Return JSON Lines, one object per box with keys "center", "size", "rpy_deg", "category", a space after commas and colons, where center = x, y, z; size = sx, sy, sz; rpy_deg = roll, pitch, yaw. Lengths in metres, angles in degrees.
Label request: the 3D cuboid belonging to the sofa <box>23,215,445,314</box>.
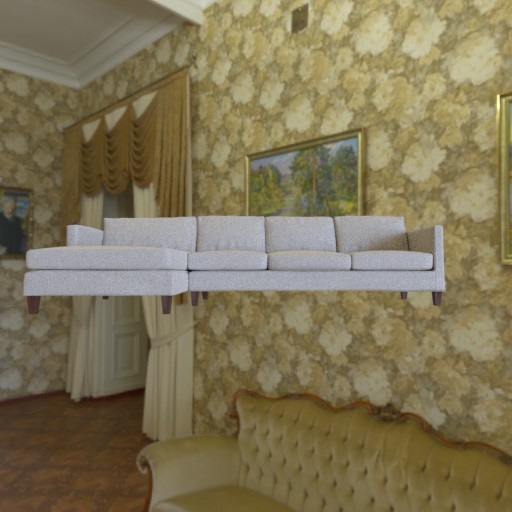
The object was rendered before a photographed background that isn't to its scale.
{"center": [0.000, 0.000, 3.824], "size": [3.186, 0.846, 1.625], "rpy_deg": [0, -2, -1], "category": "sofa"}
